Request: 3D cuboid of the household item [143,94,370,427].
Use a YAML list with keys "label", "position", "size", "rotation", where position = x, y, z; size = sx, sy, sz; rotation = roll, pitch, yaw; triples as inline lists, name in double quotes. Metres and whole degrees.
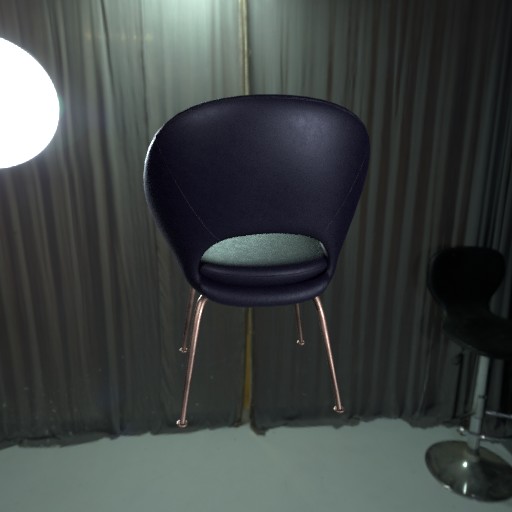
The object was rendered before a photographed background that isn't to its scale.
- label: "household item"
  position: [0.000, 0.000, 1.312]
  size: [0.623, 0.852, 0.573]
  rotation: [-2, 15, -8]
